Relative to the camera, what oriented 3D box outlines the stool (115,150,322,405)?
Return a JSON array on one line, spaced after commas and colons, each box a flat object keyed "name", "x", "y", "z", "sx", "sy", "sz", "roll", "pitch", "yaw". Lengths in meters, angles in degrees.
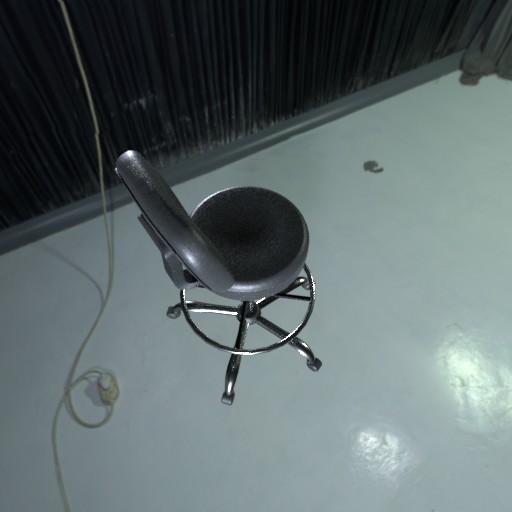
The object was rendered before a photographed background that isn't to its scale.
[{"name": "stool", "x": 0.000, "y": 0.000, "z": 1.549, "sx": 0.658, "sy": 1.069, "sz": 0.694, "roll": -30, "pitch": 62, "yaw": -18}]
